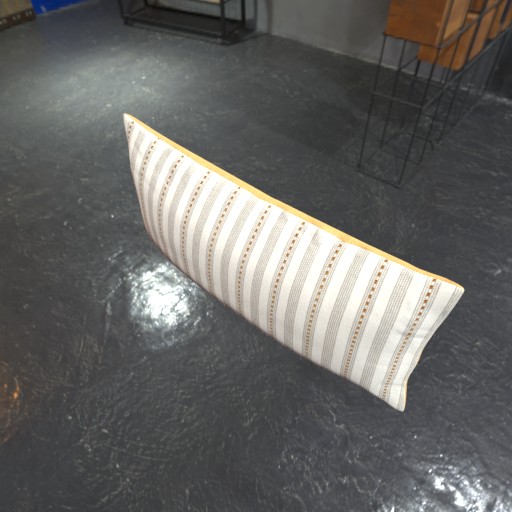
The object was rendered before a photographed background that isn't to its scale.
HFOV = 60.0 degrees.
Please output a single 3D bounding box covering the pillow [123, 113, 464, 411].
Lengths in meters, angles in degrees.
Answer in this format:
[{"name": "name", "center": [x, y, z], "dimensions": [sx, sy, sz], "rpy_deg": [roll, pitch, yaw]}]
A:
[{"name": "pillow", "center": [0.000, 0.000, 0.728], "dimensions": [0.608, 0.291, 0.151], "rpy_deg": [32, 54, 27]}]
